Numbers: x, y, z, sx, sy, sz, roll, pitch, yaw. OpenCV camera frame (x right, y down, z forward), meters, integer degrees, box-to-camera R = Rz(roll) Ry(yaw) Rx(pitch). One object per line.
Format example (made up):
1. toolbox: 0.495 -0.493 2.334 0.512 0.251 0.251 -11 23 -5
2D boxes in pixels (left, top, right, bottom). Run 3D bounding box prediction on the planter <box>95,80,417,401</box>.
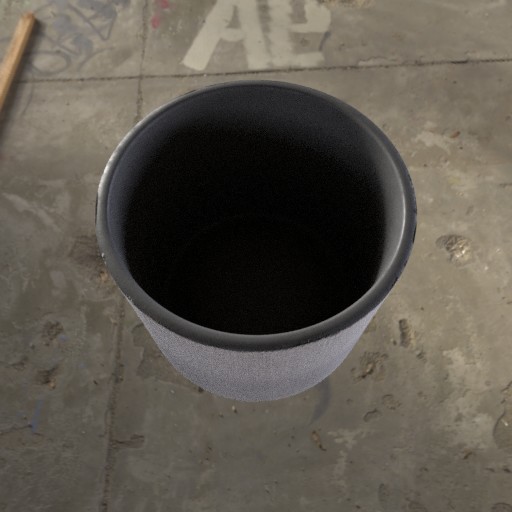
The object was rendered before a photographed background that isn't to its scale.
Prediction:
1. planter: 0.000 0.000 0.443 0.254 0.221 0.254 0 63 0
